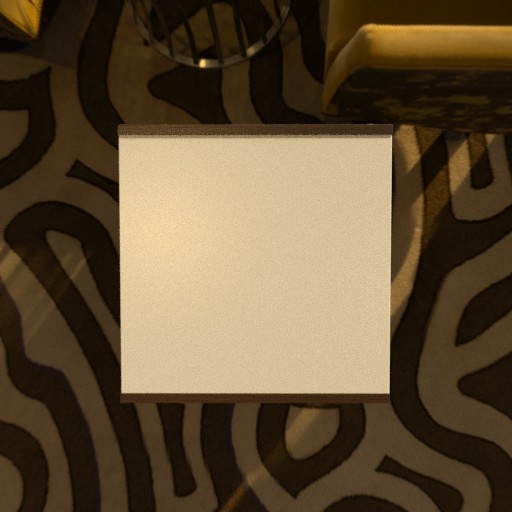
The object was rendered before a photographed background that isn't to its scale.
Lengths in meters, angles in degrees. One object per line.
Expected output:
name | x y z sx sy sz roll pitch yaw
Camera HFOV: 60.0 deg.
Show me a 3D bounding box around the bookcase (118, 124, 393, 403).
bookcase | 0.000 0.000 0.772 0.290 0.600 0.300 0 92 0
